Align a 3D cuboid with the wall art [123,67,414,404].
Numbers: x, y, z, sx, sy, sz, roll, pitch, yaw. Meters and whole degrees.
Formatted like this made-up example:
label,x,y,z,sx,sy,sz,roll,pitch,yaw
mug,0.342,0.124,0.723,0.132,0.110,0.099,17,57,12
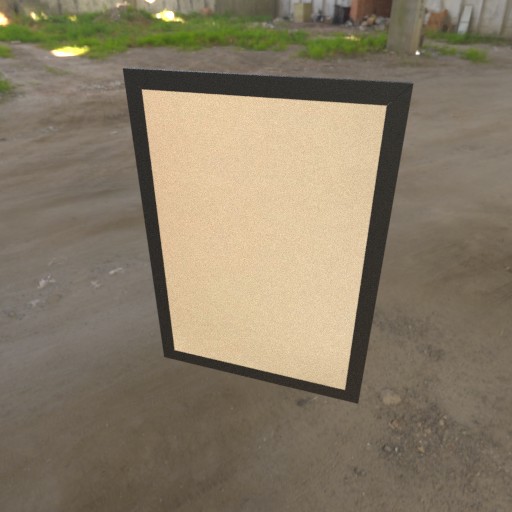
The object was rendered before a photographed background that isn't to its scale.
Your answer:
label,x,y,z,sx,sy,sz,roll,pitch,yaw
wall art,0.000,0.000,0.693,0.379,0.530,0.008,9,32,15
